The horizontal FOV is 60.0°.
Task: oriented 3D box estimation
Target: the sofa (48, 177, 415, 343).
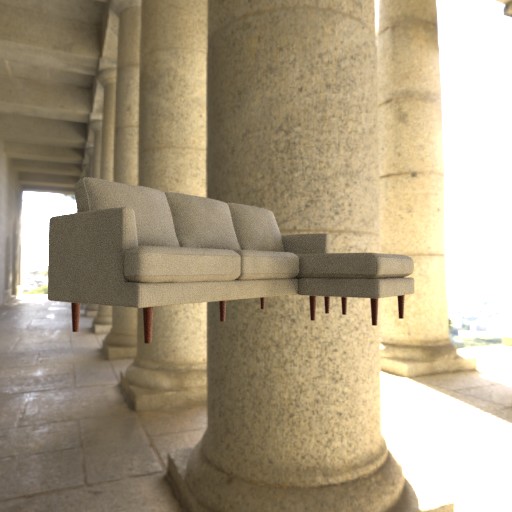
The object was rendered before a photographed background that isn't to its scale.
[{"bbox_3d":[0.000,0.000,3.109,1.504,0.956,2.233,-1,-2,37],"label":"sofa"}]
